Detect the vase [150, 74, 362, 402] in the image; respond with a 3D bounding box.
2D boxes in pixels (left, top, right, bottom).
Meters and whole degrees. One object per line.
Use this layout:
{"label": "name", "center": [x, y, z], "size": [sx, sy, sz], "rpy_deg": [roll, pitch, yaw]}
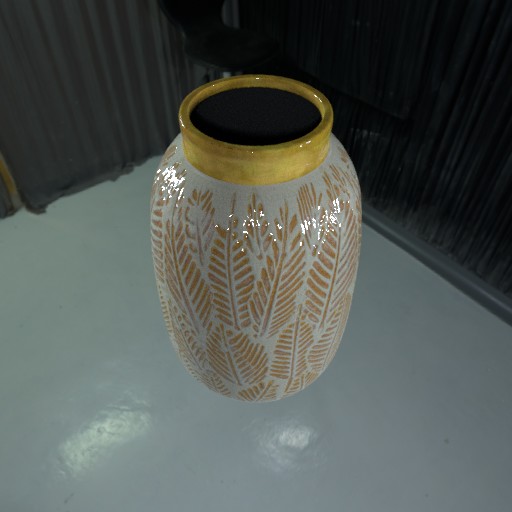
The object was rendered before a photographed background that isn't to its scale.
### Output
{"label": "vase", "center": [0.000, 0.000, 0.375], "size": [0.172, 0.270, 0.172], "rpy_deg": [0, 47, 0]}
